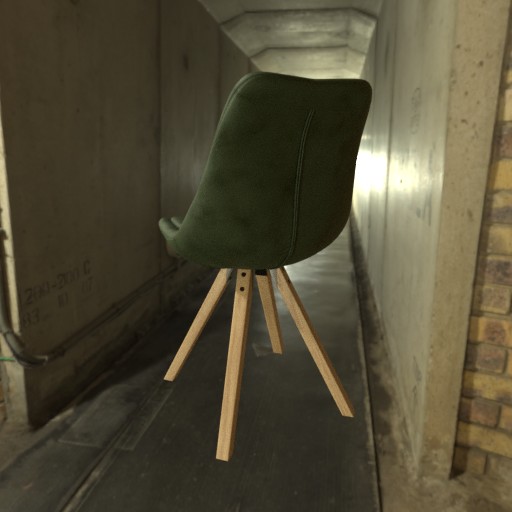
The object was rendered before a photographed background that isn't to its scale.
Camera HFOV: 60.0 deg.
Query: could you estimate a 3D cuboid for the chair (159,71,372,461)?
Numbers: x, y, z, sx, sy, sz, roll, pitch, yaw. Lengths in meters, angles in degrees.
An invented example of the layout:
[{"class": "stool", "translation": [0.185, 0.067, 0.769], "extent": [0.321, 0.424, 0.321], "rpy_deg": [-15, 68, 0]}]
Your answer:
[{"class": "chair", "translation": [0.000, 0.000, 1.211], "extent": [0.483, 0.865, 0.547], "rpy_deg": [-8, 17, -26]}]
